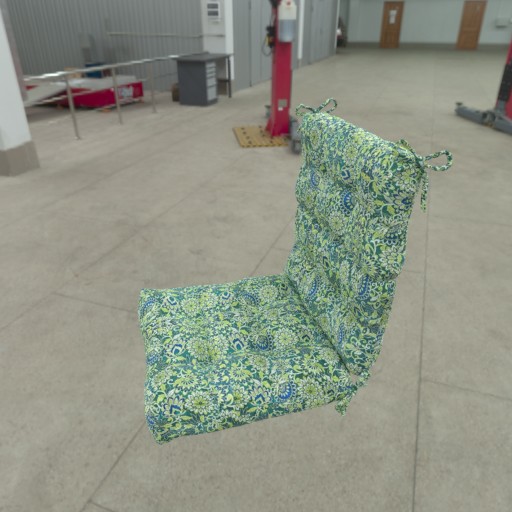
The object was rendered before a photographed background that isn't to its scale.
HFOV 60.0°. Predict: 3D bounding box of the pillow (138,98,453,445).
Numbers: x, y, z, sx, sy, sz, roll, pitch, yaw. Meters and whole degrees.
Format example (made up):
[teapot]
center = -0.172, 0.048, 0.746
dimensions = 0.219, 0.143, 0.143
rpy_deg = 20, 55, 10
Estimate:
[pillow]
center = 0.000, 0.000, 1.017
dimensions = 0.571, 0.605, 0.519
rpy_deg = -8, 29, -14
